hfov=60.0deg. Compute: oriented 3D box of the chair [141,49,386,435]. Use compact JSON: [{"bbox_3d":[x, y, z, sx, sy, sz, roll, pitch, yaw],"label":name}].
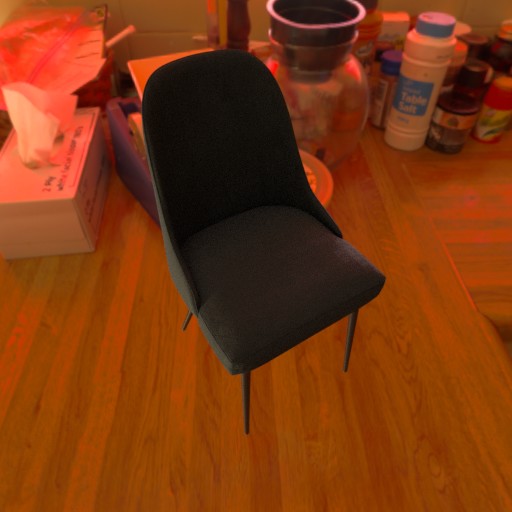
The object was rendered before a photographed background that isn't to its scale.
[{"bbox_3d":[0.000,0.000,1.215,0.478,0.896,0.559,-25,51,-22],"label":"chair"}]
